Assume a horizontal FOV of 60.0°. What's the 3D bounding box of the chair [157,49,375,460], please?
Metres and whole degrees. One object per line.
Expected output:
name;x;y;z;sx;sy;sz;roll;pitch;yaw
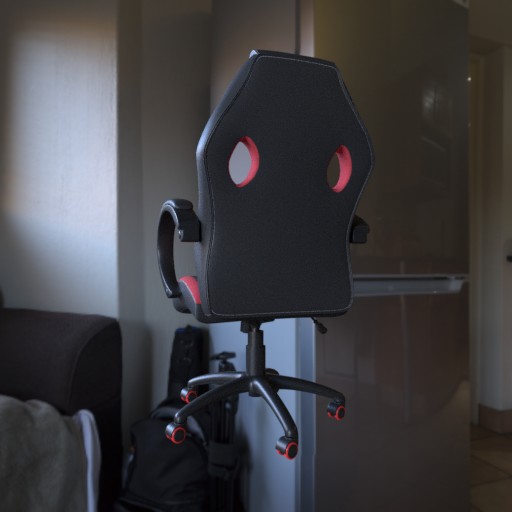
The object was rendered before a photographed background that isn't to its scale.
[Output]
chair;0.000;0.000;1.605;0.673;1.187;0.724;0;0;-19
